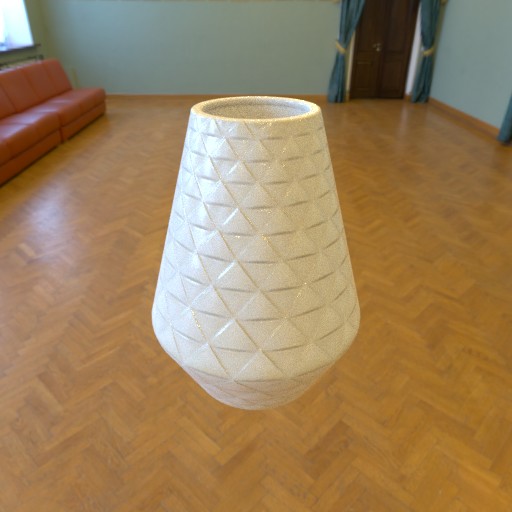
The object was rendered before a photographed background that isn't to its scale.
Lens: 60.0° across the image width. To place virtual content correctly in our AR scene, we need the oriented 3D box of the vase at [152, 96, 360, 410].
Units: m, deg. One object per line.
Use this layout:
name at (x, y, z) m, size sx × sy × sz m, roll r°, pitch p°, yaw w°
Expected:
vase at (0.000, 0.000, 0.356) m, size 0.175 × 0.230 × 0.175 m, roll 0°, pitch 29°, yaw 0°
